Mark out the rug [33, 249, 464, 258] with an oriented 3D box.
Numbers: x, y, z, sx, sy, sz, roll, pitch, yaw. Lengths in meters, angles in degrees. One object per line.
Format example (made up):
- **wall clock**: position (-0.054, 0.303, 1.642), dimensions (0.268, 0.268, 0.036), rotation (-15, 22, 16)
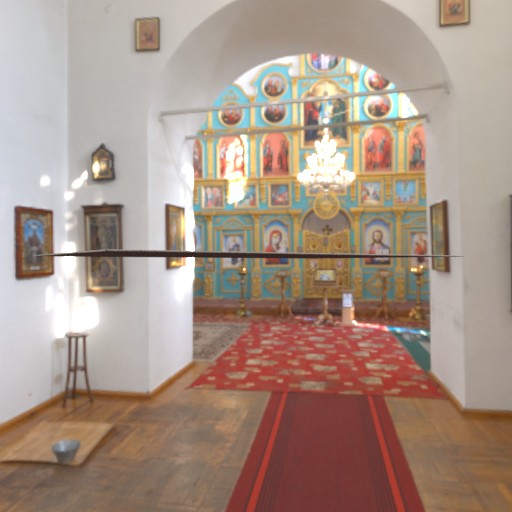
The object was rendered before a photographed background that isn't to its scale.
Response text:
- **rug**: position (0.000, 0.000, 2.933), dimensions (2.433, 0.007, 1.507), rotation (1, -1, -36)
